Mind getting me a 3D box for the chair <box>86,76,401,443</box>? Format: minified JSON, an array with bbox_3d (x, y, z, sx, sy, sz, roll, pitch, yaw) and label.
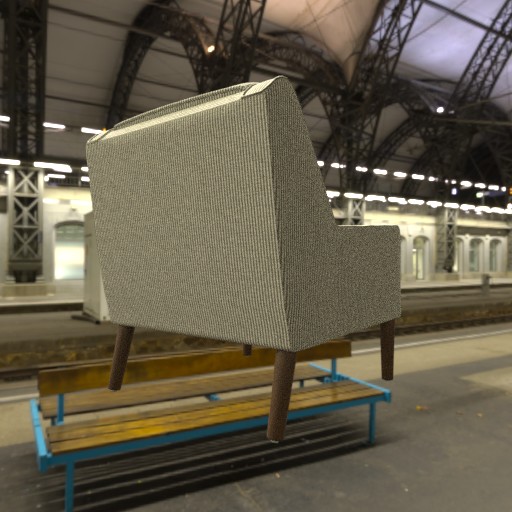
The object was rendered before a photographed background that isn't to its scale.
[{"bbox_3d":[0.000,0.000,1.344,0.663,0.792,0.743,0,-1,38],"label":"chair"}]
